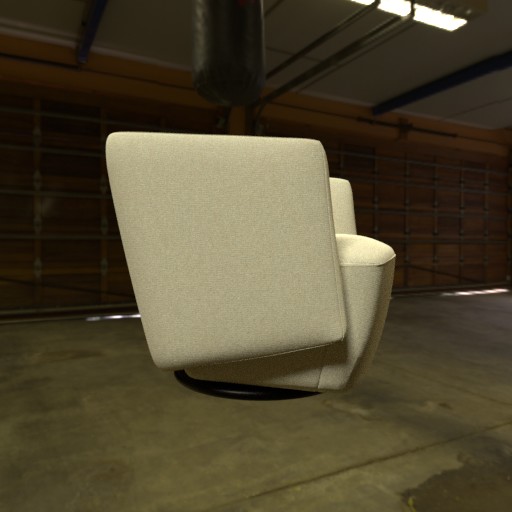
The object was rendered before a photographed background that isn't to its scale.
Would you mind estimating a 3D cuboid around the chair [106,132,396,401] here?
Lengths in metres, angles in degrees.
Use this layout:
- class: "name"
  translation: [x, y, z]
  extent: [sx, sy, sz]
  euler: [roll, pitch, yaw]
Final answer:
- class: "chair"
  translation: [0.000, 0.000, 1.640]
  extent: [0.986, 0.861, 0.822]
  euler: [0, 1, 17]
